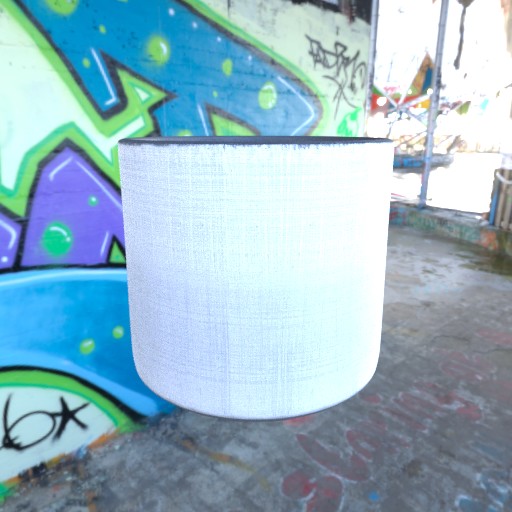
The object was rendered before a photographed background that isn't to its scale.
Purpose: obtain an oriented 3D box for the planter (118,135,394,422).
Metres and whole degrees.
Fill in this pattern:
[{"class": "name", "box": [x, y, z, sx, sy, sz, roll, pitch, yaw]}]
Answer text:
[{"class": "planter", "box": [0.000, 0.000, 0.389, 0.221, 0.201, 0.221, 0, 16, 0]}]
